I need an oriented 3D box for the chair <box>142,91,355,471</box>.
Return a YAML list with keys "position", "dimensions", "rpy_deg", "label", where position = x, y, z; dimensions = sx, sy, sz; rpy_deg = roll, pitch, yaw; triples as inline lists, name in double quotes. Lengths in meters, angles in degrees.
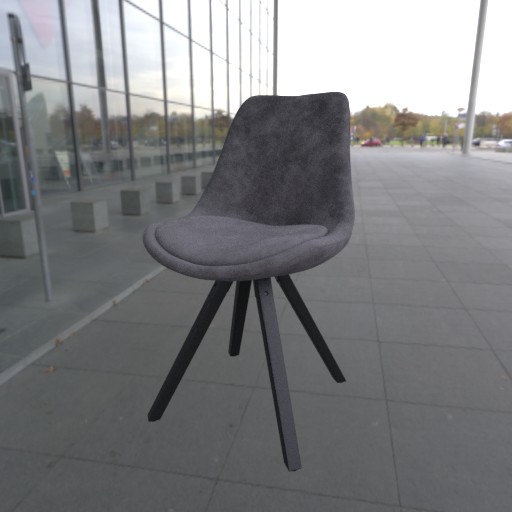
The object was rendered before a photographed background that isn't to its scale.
- position: [0.000, 0.000, 1.170]
  dimensions: [0.485, 0.850, 0.550]
  rpy_deg: [7, 17, 26]
  label: "chair"
